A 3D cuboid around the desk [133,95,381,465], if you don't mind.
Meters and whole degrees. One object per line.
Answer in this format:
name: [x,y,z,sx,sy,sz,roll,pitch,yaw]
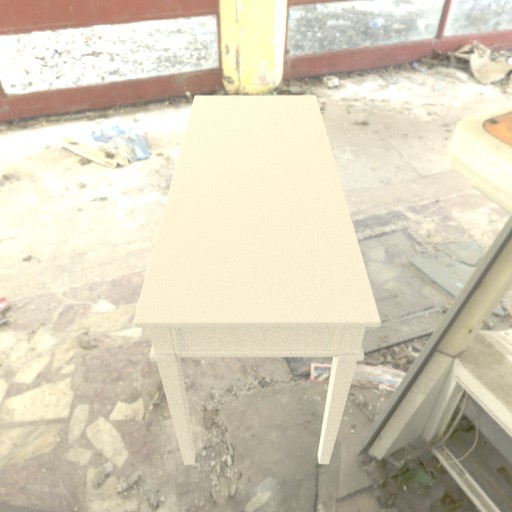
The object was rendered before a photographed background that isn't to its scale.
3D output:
desk: [0.000,0.000,1.769,0.559,0.774,1.372,0,40,0]
